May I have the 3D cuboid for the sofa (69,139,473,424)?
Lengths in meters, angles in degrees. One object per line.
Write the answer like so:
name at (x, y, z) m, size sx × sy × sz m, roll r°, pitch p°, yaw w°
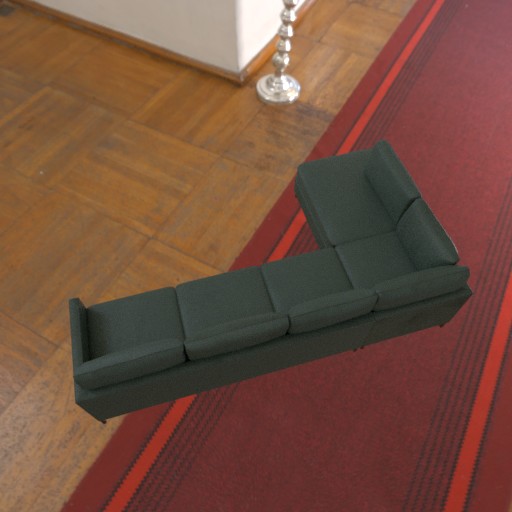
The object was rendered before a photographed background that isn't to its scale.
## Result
sofa at (0.000, 0.000, 4.270) m, size 3.384 × 0.996 × 2.048 m, roll -14°, pitch 58°, yaw -9°
